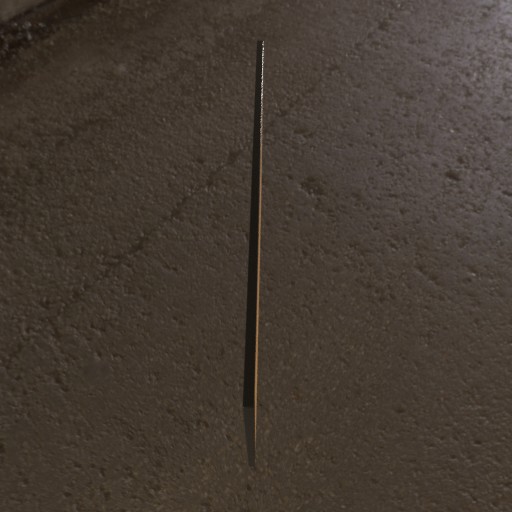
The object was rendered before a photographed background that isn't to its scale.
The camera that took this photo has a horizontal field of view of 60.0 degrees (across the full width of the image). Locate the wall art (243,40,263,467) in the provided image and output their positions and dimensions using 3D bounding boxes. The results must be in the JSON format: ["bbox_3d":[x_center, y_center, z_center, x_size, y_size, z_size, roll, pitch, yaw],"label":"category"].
[{"bbox_3d":[0.000,0.000,1.026,0.015,0.552,0.819,1,57,1],"label":"wall art"}]
